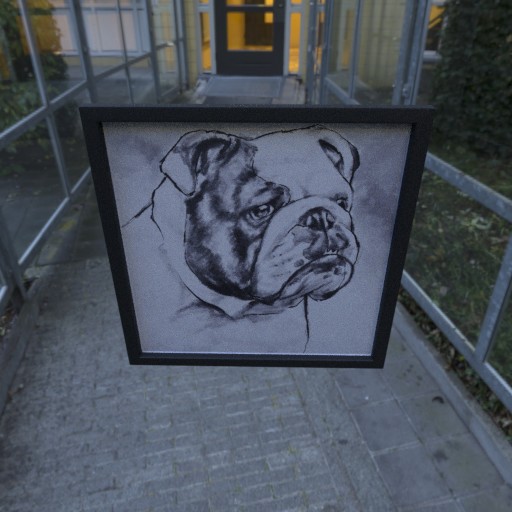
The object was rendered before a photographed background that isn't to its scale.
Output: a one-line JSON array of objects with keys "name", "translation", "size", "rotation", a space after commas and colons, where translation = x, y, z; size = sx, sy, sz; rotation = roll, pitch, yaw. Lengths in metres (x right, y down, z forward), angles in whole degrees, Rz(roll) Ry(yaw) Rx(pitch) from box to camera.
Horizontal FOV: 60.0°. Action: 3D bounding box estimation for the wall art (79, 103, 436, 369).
[{"name": "wall art", "translation": [0.000, 0.000, 0.689], "size": [0.456, 0.453, 0.022], "rotation": [1, 31, 1]}]
